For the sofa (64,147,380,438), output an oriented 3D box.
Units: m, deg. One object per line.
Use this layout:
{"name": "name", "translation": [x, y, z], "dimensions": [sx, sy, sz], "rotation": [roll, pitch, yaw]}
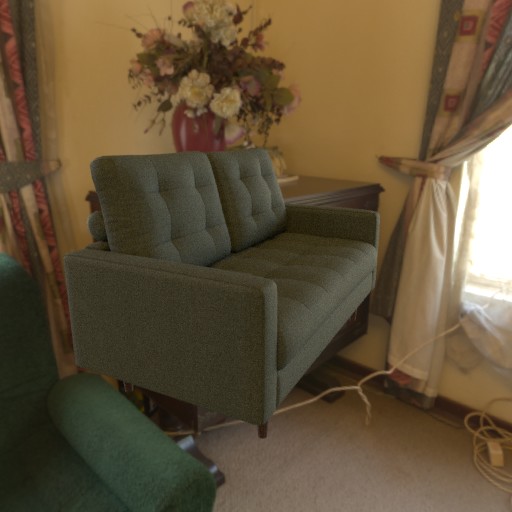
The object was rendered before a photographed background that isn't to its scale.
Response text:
{"name": "sofa", "translation": [0.000, 0.000, 1.976], "dimensions": [0.842, 0.907, 1.407], "rotation": [8, 17, 27]}
